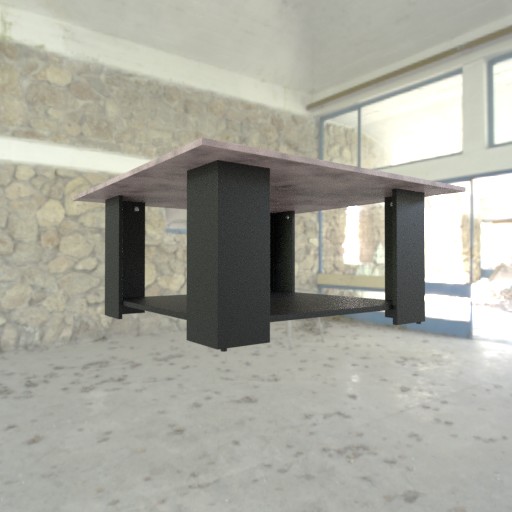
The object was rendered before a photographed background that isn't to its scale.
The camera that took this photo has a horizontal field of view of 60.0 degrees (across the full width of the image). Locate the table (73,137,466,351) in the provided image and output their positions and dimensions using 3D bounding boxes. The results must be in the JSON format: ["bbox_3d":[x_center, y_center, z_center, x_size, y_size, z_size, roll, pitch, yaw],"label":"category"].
[{"bbox_3d":[0.000,0.000,1.058,0.670,0.305,0.670,1,-1,-36],"label":"table"}]
